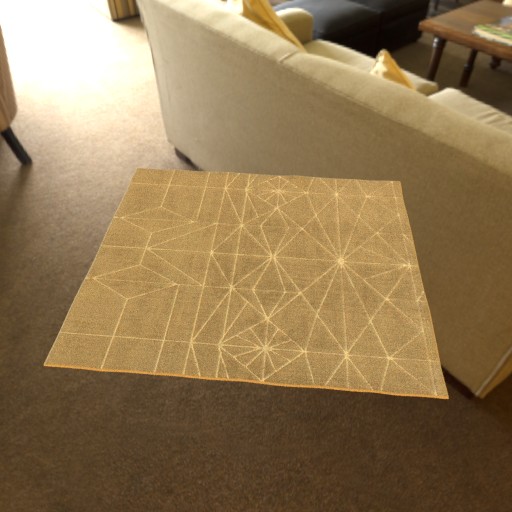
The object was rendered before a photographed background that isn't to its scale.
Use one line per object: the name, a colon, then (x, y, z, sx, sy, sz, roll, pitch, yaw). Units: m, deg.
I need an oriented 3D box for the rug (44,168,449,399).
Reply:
rug: (0.000, 0.000, 0.881, 0.639, 0.006, 0.548, 4, 46, 4)
